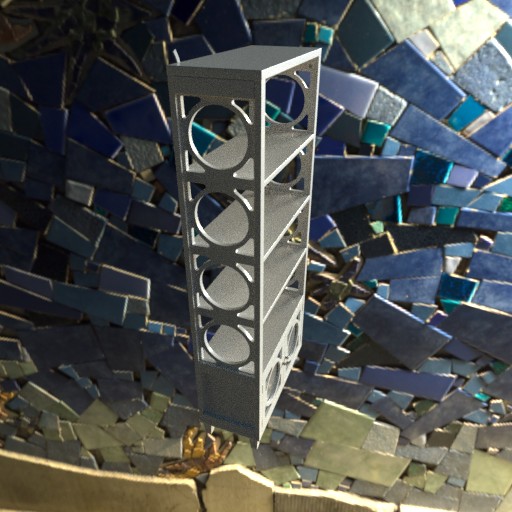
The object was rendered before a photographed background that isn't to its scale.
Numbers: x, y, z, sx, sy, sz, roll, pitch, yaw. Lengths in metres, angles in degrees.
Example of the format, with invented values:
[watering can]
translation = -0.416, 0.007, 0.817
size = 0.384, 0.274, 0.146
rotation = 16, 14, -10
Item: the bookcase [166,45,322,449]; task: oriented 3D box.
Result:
[bookcase]
translation = 0.000, 0.000, 2.155
size = 0.361, 1.869, 0.761
rotation = 11, 32, 18
